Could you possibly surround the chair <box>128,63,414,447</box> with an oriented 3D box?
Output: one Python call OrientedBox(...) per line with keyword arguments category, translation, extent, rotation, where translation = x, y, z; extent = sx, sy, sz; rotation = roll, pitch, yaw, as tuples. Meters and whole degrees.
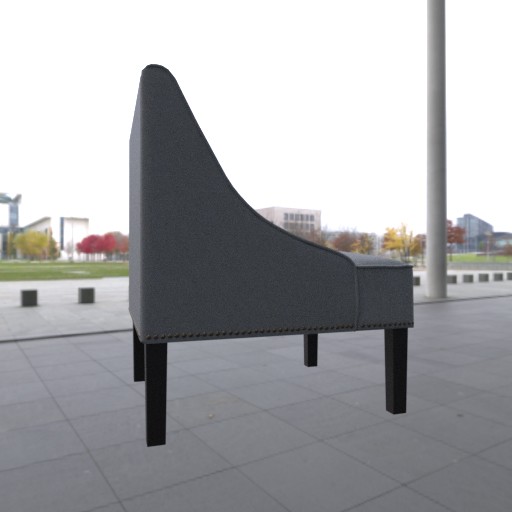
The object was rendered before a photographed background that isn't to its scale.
OrientedBox(category="chair", translation=(0.000, 0.000, 1.390), extent=(0.747, 0.867, 0.631), rotation=(0, 0, -18))
